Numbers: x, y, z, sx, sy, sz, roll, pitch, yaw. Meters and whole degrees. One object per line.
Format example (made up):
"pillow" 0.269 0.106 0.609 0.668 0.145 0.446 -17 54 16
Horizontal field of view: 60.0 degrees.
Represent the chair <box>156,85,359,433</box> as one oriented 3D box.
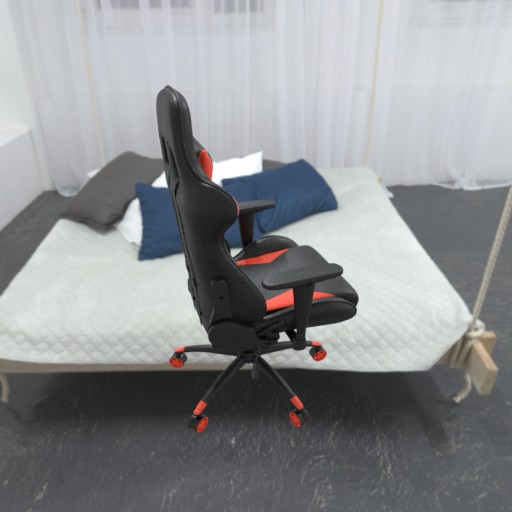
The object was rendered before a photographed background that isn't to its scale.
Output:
"chair" 0.000 0.000 1.735 0.730 1.282 0.695 -11 32 -18
